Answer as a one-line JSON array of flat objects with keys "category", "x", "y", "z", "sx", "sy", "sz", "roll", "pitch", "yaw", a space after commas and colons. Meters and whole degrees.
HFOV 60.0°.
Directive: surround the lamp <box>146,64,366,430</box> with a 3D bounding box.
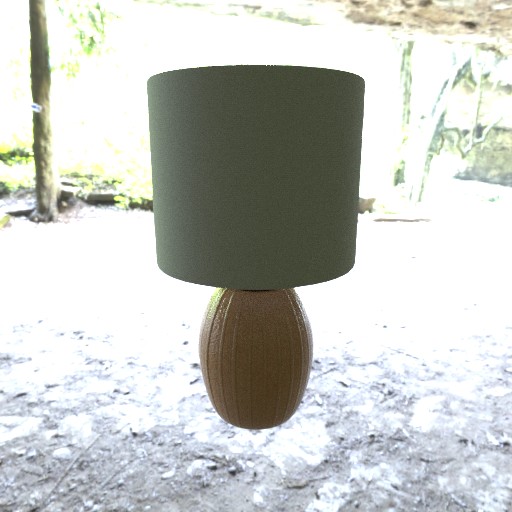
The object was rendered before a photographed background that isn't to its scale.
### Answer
[{"category": "lamp", "x": 0.000, "y": 0.000, "z": 0.747, "sx": 0.329, "sy": 0.570, "sz": 0.329, "roll": 0, "pitch": 14, "yaw": 0}]
